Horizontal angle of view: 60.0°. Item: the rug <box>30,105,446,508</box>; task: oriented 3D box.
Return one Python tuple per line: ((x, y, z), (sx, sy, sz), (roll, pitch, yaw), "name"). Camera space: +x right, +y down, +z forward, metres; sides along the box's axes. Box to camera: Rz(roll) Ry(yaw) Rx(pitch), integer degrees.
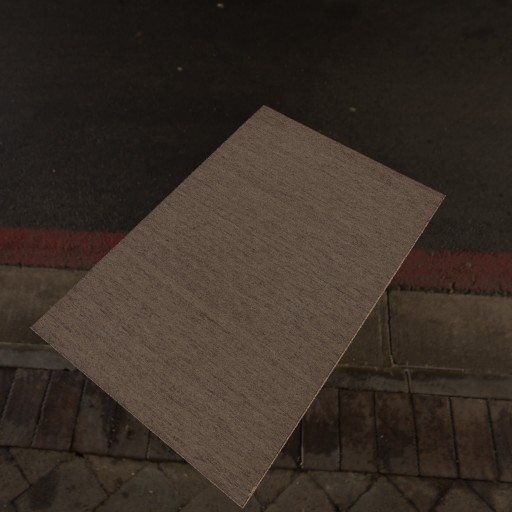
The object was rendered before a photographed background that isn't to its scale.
((0.000, 0.000, 2.230), (1.225, 0.013, 1.840), (32, 64, 17), "rug")
